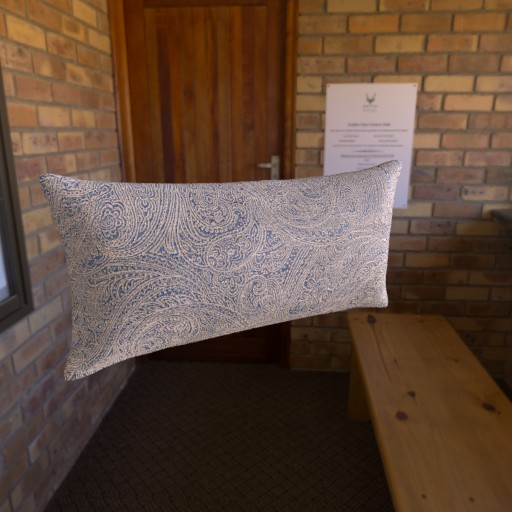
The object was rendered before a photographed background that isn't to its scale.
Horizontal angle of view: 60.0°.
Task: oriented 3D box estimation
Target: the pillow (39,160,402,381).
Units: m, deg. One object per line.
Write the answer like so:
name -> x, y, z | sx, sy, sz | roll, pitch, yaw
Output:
pillow -> 0.000, 0.000, 0.731 | 0.615, 0.295, 0.151 | -8, 17, -26
